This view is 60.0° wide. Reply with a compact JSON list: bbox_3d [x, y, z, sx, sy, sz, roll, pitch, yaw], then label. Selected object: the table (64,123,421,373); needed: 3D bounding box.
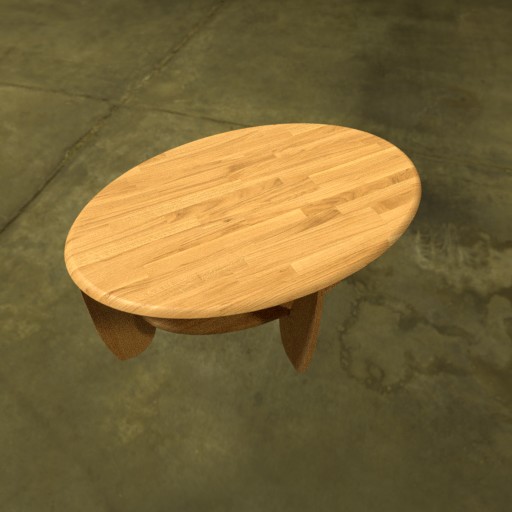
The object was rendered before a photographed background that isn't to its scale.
[{"bbox_3d":[0.000,0.000,1.406,1.040,0.490,0.690,-21,51,-18],"label":"table"}]
